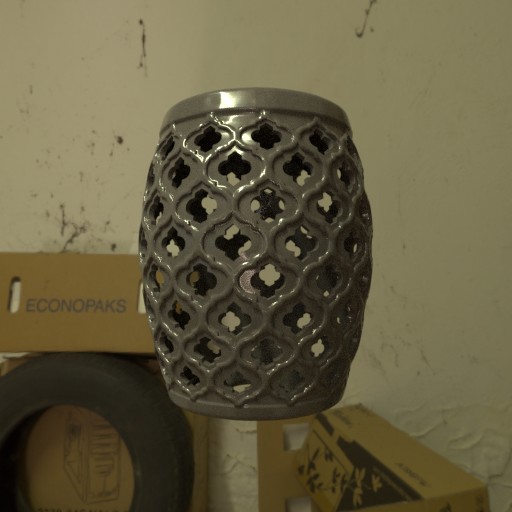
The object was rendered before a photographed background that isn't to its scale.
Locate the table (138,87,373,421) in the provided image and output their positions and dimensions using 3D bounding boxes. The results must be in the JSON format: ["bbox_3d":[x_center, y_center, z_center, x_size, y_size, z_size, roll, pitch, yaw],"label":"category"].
[{"bbox_3d":[0.000,0.000,0.634,0.325,0.388,0.325,0,-1,0],"label":"table"}]
